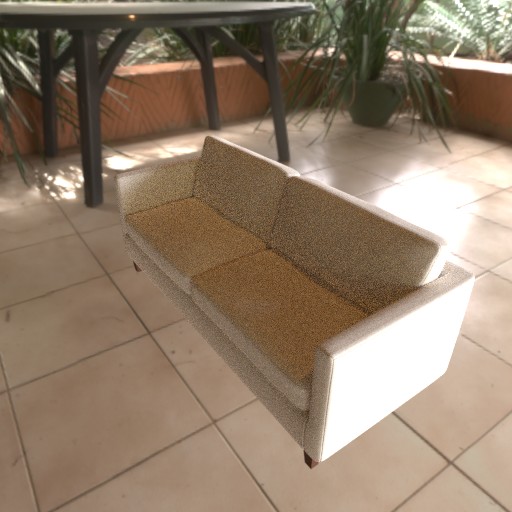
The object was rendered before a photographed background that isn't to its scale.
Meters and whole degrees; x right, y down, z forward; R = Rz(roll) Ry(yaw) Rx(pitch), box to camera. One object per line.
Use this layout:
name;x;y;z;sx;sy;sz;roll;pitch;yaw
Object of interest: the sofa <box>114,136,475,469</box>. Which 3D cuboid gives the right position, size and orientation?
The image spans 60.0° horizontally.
sofa;0.000;0.000;2.612;0.924;0.933;2.139;-20;37;-30
